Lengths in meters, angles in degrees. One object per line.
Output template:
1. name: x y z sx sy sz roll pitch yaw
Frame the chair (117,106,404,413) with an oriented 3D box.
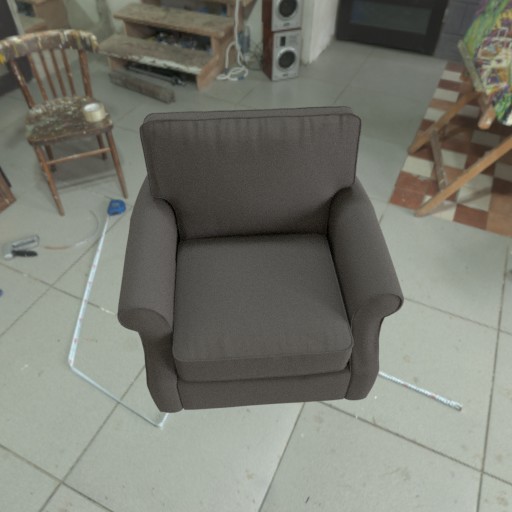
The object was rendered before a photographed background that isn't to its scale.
1. chair: 0.000 0.000 1.840 1.029 0.967 0.966 -3 47 -3
